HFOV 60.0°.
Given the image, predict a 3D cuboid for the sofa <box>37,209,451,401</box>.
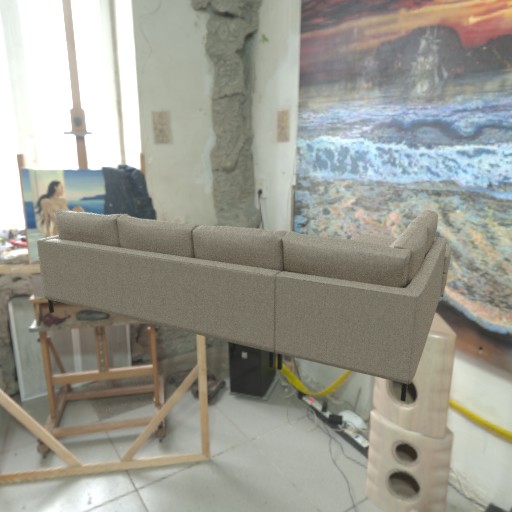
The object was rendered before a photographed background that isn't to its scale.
[{"bbox_3d":[0.000,0.000,3.103,2.423,0.703,1.617,8,17,26],"label":"sofa"}]
